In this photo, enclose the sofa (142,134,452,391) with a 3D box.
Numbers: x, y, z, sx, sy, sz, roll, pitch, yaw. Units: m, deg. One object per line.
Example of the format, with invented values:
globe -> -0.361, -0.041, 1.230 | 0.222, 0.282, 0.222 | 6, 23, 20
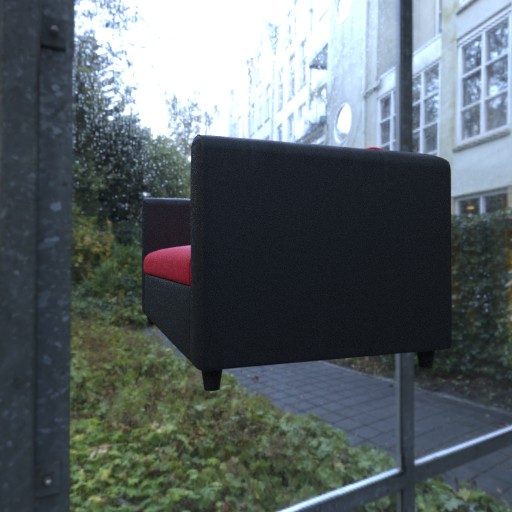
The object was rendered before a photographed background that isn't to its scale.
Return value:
sofa -> 0.000, 0.000, 1.935 | 0.845, 0.735, 1.410 | 0, 0, -20
